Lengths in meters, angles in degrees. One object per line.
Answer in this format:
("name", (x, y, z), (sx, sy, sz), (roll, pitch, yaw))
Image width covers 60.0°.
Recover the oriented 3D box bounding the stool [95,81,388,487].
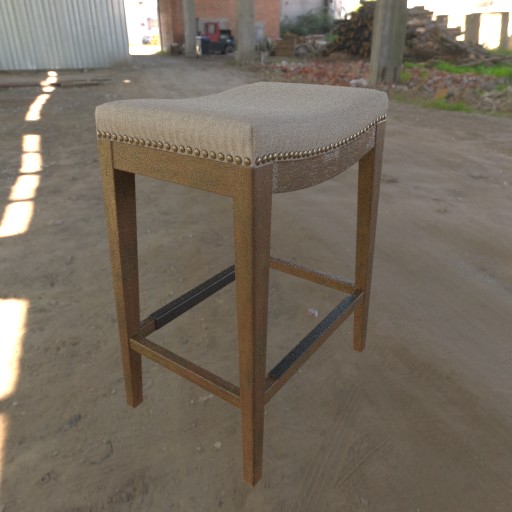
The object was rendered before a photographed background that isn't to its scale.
("stool", (0.000, 0.000, 0.951), (0.356, 0.660, 0.508), (18, 31, 32))
